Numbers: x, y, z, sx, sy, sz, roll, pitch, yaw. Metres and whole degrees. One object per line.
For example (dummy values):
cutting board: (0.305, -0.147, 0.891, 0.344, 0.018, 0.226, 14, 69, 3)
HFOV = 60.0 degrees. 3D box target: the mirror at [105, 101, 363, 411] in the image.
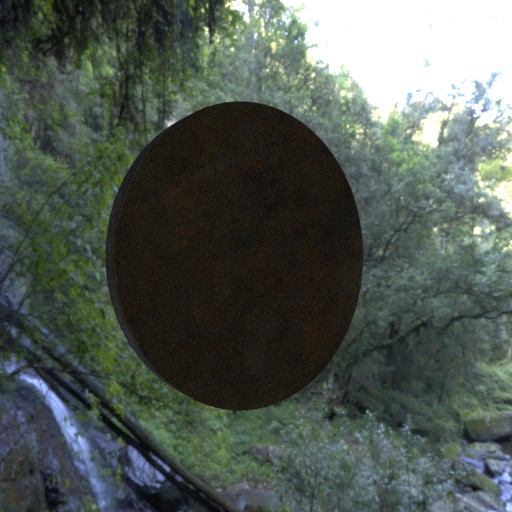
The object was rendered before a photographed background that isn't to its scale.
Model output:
mirror: (0.000, 0.000, 0.880, 0.585, 0.585, 0.061, 0, 0, -37)
